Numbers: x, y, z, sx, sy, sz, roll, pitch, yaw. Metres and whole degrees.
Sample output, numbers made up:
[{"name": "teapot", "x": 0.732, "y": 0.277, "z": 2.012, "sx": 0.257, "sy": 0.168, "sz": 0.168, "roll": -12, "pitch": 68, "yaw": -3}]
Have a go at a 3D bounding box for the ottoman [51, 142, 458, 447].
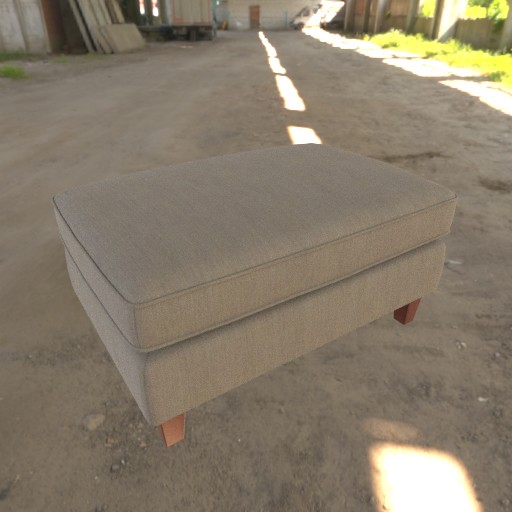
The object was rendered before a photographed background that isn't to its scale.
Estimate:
[{"name": "ottoman", "x": 0.000, "y": 0.000, "z": 1.274, "sx": 0.941, "sy": 0.480, "sz": 0.636, "roll": -18, "pitch": 34, "yaw": -29}]
